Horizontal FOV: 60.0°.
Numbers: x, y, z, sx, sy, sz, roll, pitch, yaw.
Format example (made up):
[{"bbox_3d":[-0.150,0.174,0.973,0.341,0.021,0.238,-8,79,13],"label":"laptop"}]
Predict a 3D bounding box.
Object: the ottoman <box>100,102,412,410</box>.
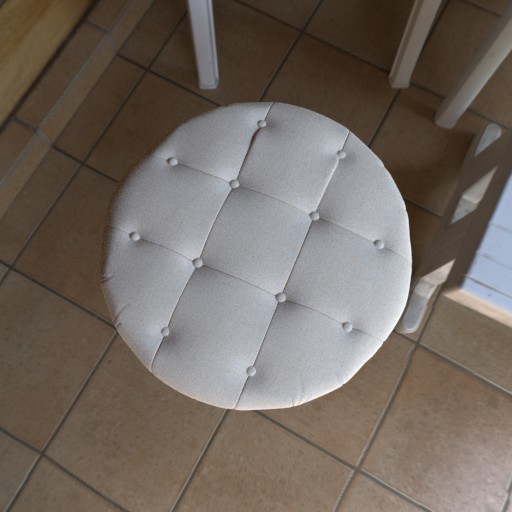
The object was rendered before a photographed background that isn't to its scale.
[{"bbox_3d":[0.000,0.000,1.461,0.940,0.483,0.940,0,77,0],"label":"ottoman"}]
